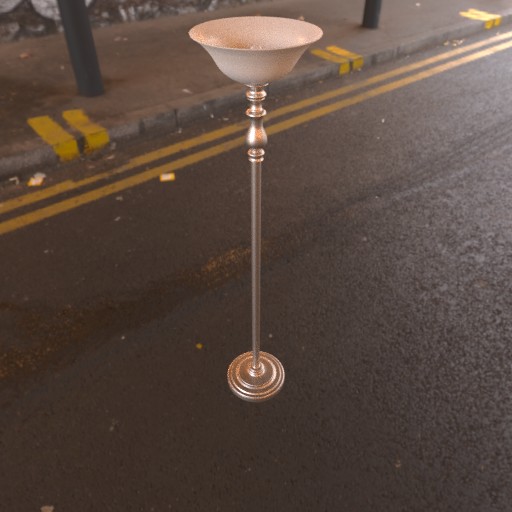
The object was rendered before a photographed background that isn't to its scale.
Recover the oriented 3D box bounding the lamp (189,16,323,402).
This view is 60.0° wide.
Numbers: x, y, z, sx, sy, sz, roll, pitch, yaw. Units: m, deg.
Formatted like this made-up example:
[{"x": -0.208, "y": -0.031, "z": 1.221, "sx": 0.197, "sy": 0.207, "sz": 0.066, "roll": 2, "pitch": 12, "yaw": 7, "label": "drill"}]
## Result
[{"x": 0.000, "y": 0.000, "z": 1.909, "sx": 0.405, "sy": 1.771, "sz": 0.405, "roll": 0, "pitch": 39, "yaw": 0, "label": "lamp"}]
